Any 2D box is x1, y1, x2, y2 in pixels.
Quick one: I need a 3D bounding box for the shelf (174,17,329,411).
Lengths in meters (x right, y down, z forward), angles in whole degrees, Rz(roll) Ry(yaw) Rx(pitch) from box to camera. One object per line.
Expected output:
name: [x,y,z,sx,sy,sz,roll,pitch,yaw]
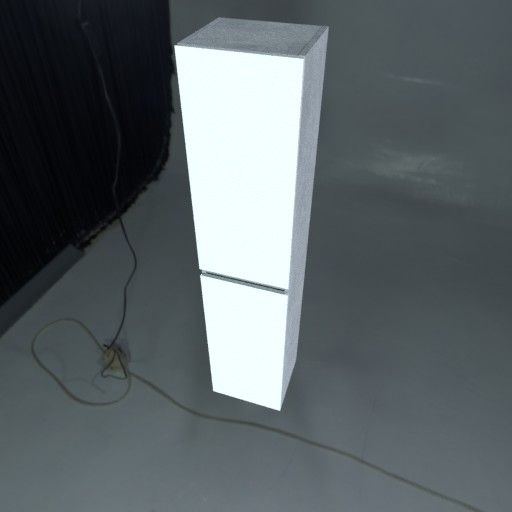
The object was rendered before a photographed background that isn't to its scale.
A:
shelf: [0.000,0.000,1.522,0.300,1.400,0.270,12,42,14]
